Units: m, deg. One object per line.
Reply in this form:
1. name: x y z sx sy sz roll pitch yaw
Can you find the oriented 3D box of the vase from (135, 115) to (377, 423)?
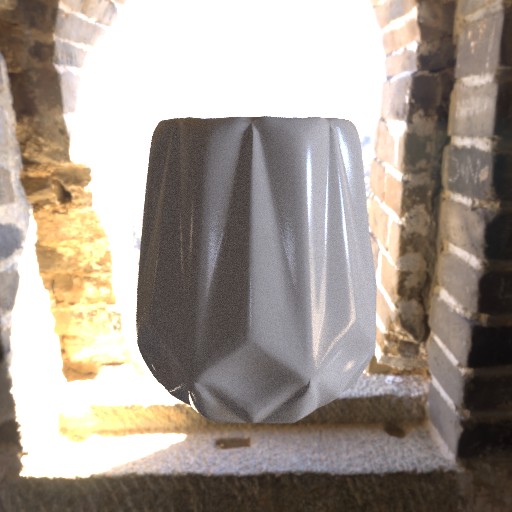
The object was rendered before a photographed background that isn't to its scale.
1. vase: 0.000 0.000 0.256 0.141 0.152 0.141 0 16 0
